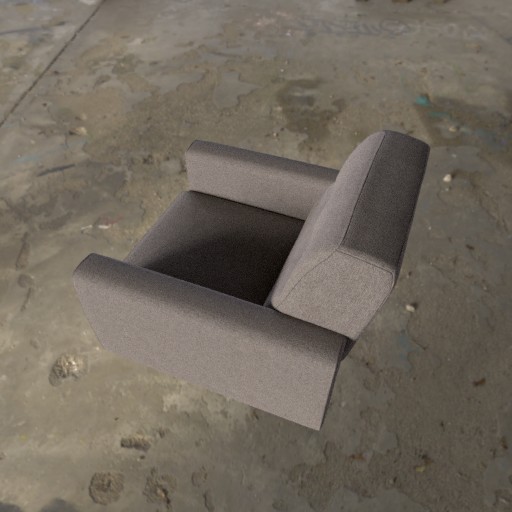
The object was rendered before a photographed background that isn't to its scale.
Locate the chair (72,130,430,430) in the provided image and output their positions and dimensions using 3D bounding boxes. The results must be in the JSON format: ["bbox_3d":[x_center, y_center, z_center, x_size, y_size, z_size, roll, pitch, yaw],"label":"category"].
[{"bbox_3d":[0.000,0.000,1.543,0.907,0.839,0.831,17,49,15],"label":"chair"}]
